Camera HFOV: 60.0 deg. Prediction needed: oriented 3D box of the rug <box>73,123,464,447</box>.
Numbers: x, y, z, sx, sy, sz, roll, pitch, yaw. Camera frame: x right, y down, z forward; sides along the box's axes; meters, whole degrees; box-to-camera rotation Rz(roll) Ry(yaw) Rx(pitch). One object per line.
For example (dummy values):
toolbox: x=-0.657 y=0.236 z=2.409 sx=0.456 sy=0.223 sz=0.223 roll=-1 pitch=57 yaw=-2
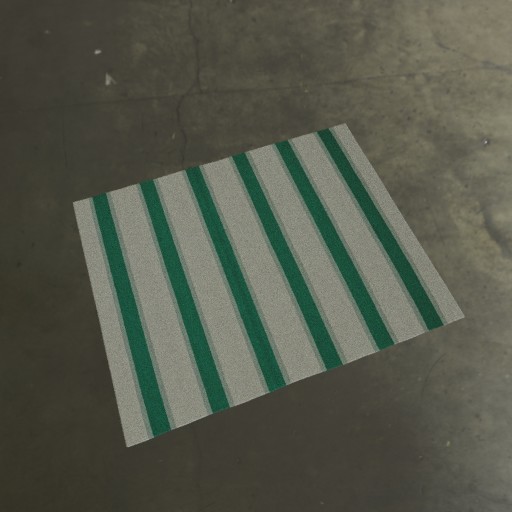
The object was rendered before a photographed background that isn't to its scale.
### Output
rug: x=0.000 y=0.000 z=4.191 sx=3.041 sy=0.019 sz=2.434 roll=-18 pitch=64 yaw=-9
